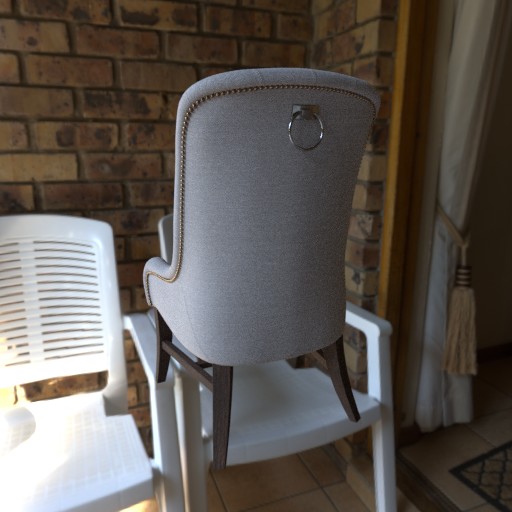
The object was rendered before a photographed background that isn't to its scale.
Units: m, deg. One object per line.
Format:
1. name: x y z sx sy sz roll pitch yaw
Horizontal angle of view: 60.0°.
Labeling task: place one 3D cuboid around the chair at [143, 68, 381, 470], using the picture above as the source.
1. chair: 0.000 0.000 1.481 0.634 1.091 0.629 -7 16 -26
